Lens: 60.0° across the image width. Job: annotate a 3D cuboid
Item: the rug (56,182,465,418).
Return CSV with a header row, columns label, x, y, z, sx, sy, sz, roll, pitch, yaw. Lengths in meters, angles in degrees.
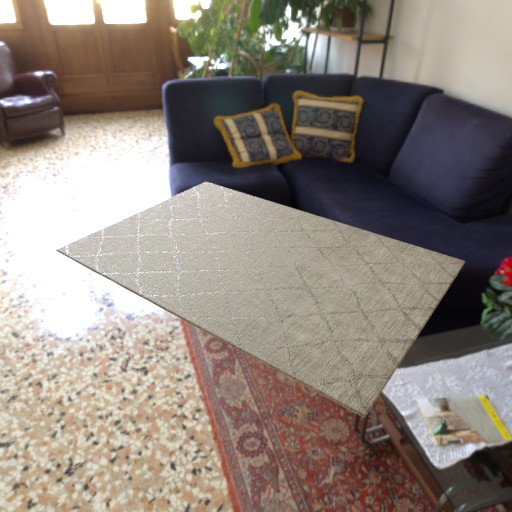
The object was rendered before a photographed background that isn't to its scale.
label,x,y,z,sx,sy,sz,roll,pitch,yaw
rug,0.000,0.000,2.960,2.280,0.015,1.521,21,37,31
